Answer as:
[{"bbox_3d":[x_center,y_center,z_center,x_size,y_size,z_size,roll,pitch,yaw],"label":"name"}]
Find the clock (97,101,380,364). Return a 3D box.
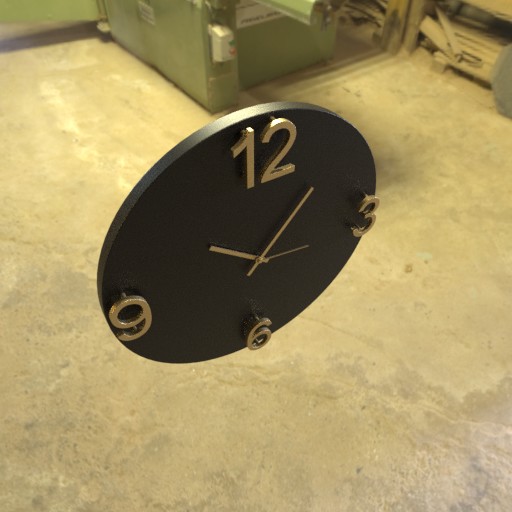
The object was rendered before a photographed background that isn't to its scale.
[{"bbox_3d":[0.000,0.000,0.658,0.454,0.454,0.038,-24,50,-21],"label":"clock"}]
